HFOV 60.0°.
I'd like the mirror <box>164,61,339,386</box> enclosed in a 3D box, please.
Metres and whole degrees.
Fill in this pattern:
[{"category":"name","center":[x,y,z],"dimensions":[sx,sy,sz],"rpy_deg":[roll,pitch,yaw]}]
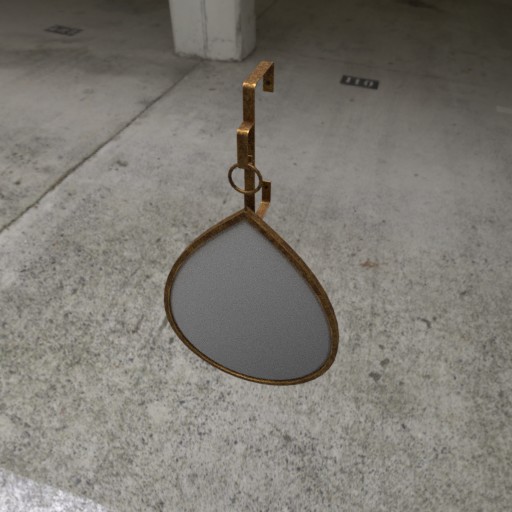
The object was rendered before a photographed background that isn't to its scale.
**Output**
[{"category":"mirror","center":[0.000,0.000,0.927],"dimensions":[0.405,0.744,0.144],"rpy_deg":[12,43,13]}]
